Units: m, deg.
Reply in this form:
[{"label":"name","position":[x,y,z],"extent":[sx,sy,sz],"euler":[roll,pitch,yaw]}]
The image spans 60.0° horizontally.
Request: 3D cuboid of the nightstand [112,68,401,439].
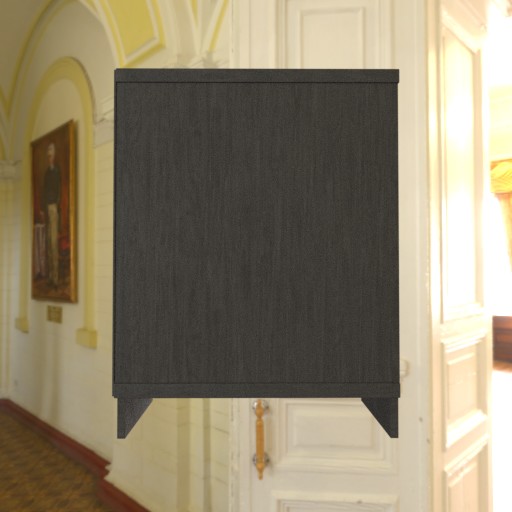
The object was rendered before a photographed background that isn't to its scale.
[{"label":"nightstand","position":[0.000,0.000,0.747],"extent":[0.347,0.448,0.427],"euler":[0,-1,0]}]
